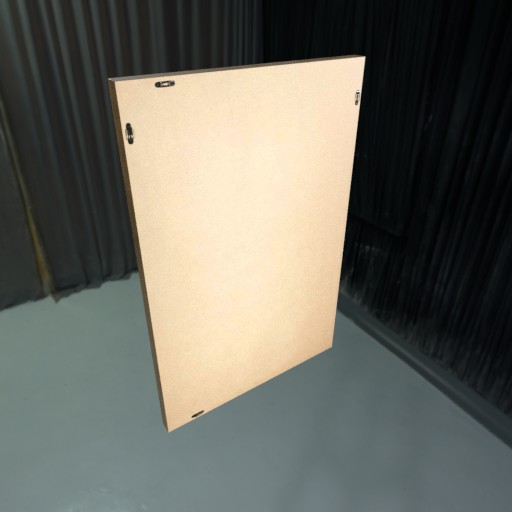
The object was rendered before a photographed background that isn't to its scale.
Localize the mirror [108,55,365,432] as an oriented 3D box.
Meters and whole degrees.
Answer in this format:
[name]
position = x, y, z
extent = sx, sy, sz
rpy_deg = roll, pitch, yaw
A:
[mirror]
position = 0.000, 0.000, 1.150
extent = 0.609, 0.915, 0.041
rpy_deg = -19, 36, -29
